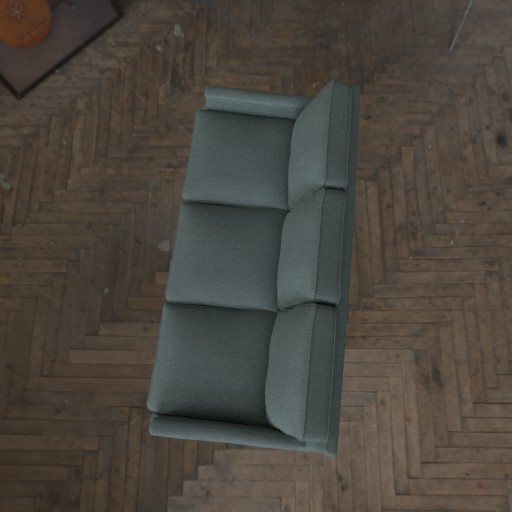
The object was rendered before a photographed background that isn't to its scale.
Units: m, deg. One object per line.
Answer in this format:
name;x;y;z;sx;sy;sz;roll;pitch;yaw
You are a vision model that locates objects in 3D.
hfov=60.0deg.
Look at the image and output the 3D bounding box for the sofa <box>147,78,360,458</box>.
sofa;0.000;0.000;2.835;1.084;1.003;2.246;6;75;2
